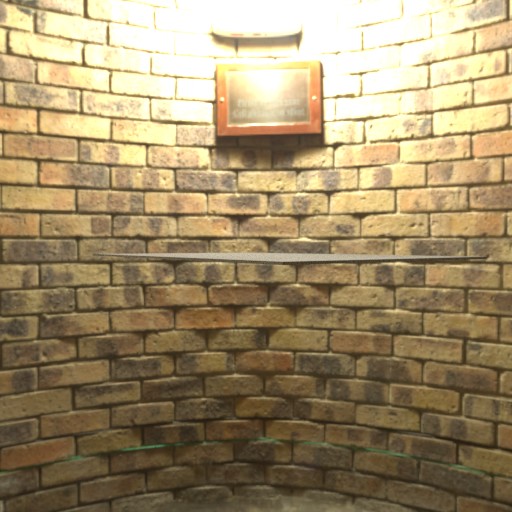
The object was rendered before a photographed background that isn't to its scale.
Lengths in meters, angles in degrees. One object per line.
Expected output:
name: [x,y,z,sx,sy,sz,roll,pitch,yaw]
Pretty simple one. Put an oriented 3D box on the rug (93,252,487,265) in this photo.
rug: [0.000,0.000,3.090,1.524,0.014,2.438,-1,1,-36]
